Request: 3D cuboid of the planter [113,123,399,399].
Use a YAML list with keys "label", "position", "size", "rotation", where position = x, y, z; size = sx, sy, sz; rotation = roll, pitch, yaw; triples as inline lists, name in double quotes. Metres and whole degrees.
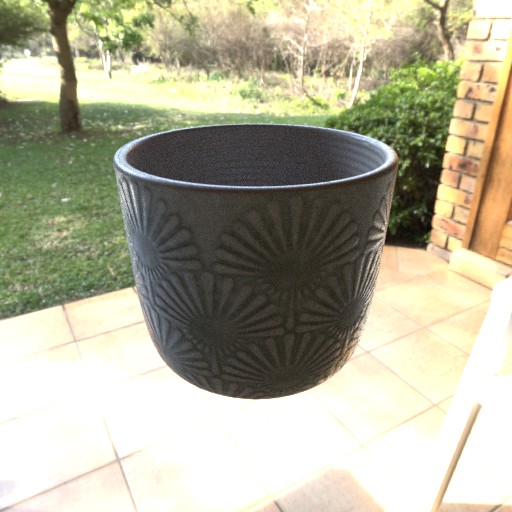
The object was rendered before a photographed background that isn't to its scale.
- label: "planter"
  position: [0.000, 0.000, 0.223]
  size: [0.124, 0.109, 0.124]
  rotation: [0, 26, 0]
